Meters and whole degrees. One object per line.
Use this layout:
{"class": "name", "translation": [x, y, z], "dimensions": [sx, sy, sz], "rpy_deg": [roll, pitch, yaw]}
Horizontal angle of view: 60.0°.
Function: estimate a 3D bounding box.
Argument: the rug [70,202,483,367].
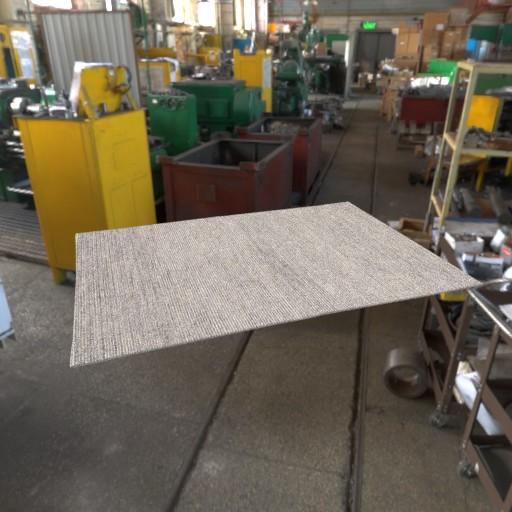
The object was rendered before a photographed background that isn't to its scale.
{"class": "rug", "translation": [0.000, 0.000, 2.967], "dimensions": [2.307, 0.030, 1.604], "rpy_deg": [-8, 27, -17]}
